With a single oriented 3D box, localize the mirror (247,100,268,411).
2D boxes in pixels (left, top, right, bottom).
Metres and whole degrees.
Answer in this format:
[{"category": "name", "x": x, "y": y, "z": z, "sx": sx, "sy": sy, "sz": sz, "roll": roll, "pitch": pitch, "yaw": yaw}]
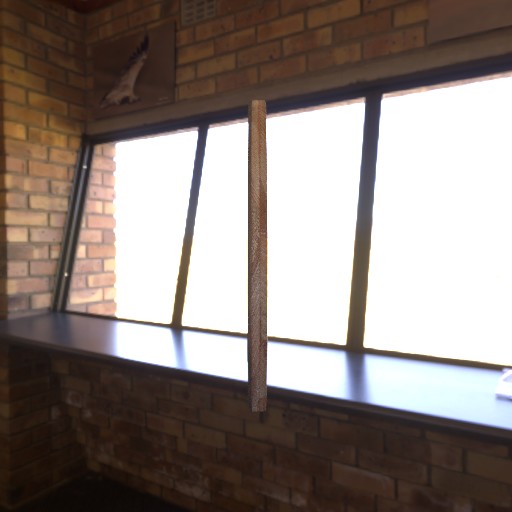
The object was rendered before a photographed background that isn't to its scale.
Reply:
[{"category": "mirror", "x": 0.000, "y": 0.000, "z": 1.074, "sx": 0.038, "sy": 0.710, "sz": 0.710, "roll": 0, "pitch": 1, "yaw": 0}]
